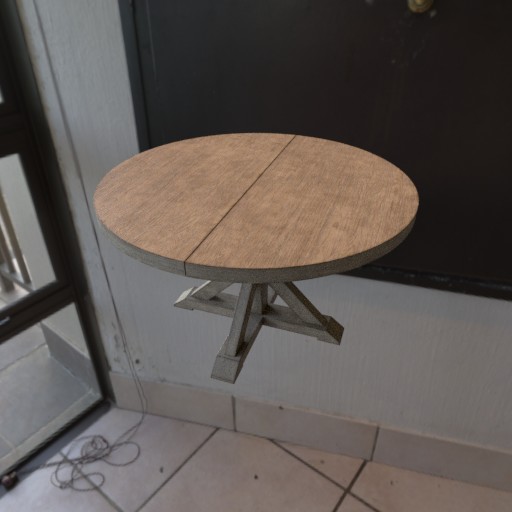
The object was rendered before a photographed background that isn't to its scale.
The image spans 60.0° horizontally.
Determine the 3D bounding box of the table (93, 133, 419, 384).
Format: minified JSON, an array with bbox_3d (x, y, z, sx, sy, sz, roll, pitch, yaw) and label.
[{"bbox_3d":[0.000,0.000,2.148,1.363,0.781,1.363,0,33,0],"label":"table"}]
